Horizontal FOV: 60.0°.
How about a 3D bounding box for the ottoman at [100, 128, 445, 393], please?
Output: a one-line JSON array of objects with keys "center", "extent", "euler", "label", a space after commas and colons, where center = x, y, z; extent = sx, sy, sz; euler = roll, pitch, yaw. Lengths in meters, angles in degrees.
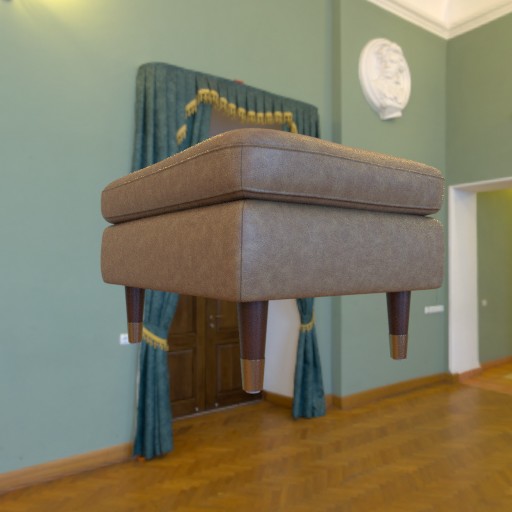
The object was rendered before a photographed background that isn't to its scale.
[{"center": [0.000, 0.000, 1.110], "extent": [0.593, 0.478, 0.747], "euler": [0, -1, -36], "label": "ottoman"}]
